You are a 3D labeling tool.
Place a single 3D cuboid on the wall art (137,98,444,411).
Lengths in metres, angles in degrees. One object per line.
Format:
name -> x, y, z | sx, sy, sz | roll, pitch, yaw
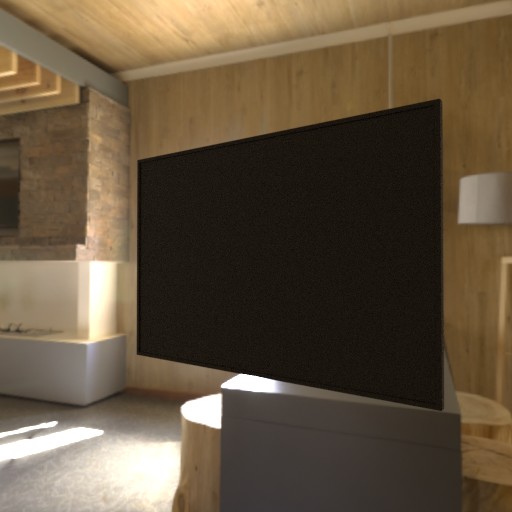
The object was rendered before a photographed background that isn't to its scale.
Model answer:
wall art -> 0.000, 0.000, 1.497 | 1.190, 0.805, 0.028 | -1, -1, 36
